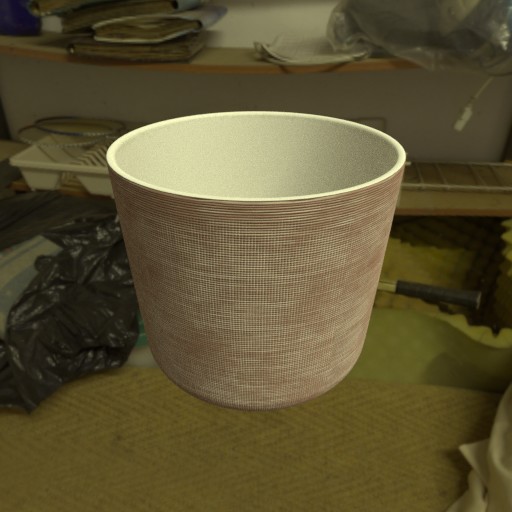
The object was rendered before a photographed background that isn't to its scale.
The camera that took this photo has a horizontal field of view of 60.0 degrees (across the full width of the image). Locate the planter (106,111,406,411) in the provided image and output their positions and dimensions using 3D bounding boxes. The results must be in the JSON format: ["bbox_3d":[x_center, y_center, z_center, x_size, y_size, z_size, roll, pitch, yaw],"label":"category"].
[{"bbox_3d":[0.000,0.000,0.776,0.440,0.398,0.440,0,30,0],"label":"planter"}]
